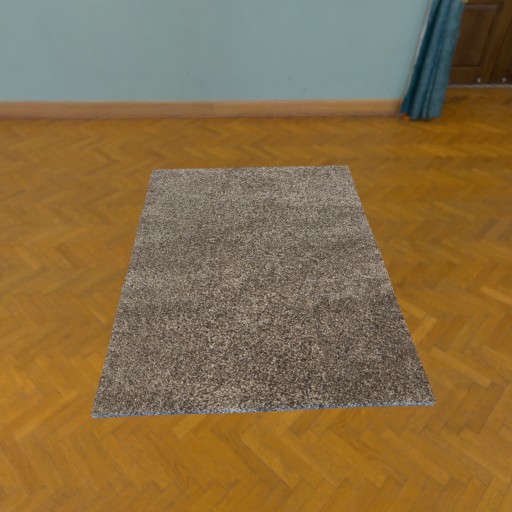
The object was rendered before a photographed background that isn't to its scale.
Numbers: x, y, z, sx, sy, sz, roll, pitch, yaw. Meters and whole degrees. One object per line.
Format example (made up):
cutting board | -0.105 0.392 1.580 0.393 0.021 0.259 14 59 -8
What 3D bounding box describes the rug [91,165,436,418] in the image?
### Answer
rug | 0.000 0.000 2.130 1.198 0.025 1.601 -2 42 -2
